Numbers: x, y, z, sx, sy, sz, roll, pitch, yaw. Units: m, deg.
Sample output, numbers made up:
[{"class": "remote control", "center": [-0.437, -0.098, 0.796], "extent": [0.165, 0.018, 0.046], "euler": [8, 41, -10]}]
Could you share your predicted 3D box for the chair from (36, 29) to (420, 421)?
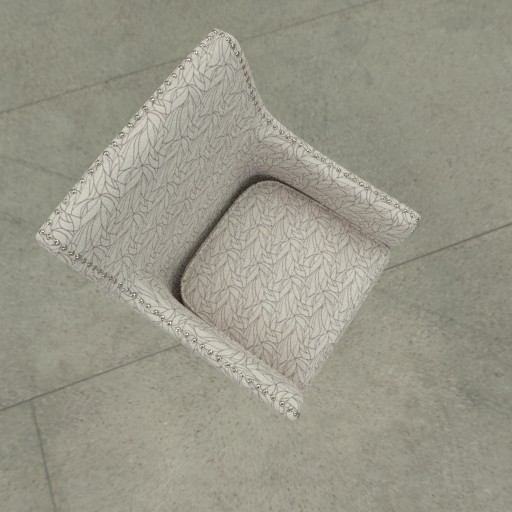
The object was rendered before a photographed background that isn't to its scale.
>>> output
[{"class": "chair", "center": [0.000, 0.000, 1.251], "extent": [0.651, 0.816, 0.623], "euler": [34, 77, 9]}]
